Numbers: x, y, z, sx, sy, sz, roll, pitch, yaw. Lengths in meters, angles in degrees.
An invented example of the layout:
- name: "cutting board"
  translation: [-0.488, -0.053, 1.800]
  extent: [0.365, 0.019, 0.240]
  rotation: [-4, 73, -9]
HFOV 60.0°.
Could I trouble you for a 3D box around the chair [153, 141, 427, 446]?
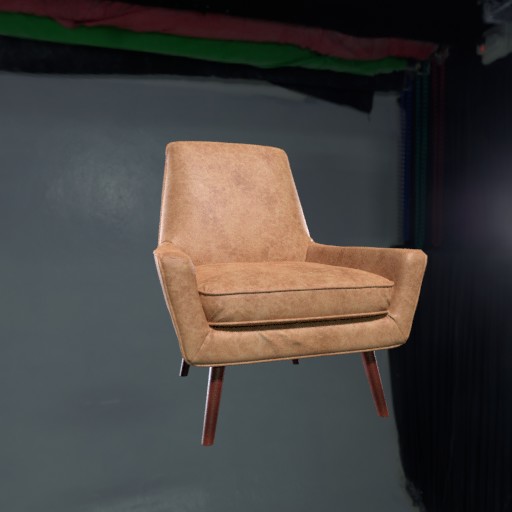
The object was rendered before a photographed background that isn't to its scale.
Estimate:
- name: "chair"
  translation: [0.000, 0.000, 1.511]
  extent: [0.753, 0.883, 0.851]
  rotation: [-1, 3, -19]
